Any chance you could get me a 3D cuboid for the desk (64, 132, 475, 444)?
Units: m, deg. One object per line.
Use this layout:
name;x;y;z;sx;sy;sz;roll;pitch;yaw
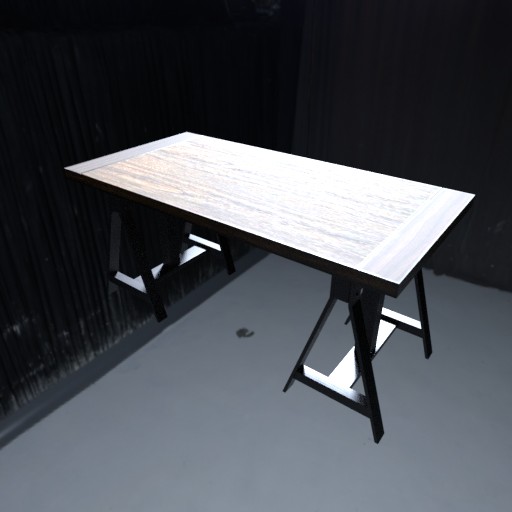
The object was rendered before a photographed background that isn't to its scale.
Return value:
desk;0.000;0.000;2.003;1.543;0.725;0.784;21;36;31
